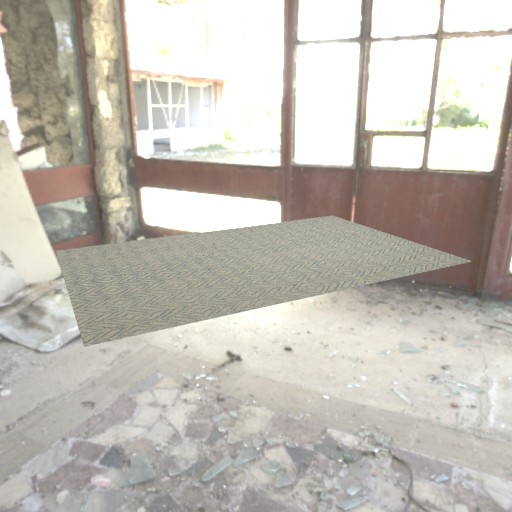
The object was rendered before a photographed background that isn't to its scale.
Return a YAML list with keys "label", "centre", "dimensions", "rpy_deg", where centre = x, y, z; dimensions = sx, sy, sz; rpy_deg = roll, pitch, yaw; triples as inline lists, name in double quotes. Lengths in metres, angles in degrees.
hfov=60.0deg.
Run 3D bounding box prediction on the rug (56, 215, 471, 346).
- label: "rug"
  centre: [0.000, 0.000, 3.067]
  dimensions: [2.441, 0.008, 1.526]
  rpy_deg: [-9, 20, -26]
